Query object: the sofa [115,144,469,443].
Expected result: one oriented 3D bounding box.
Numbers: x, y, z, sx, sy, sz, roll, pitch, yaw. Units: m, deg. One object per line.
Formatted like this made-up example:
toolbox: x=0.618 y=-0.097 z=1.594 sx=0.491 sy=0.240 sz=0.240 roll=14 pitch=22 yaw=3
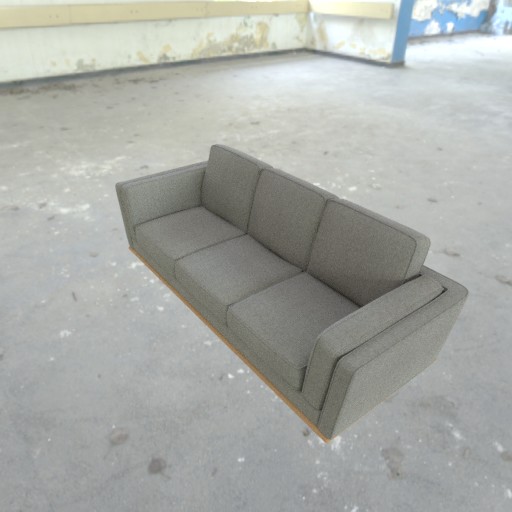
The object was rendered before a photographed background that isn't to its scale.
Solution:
sofa: x=0.000 y=0.000 z=2.840 sx=0.903 sy=0.899 sz=2.362 roll=-22 pitch=38 yaw=-31
